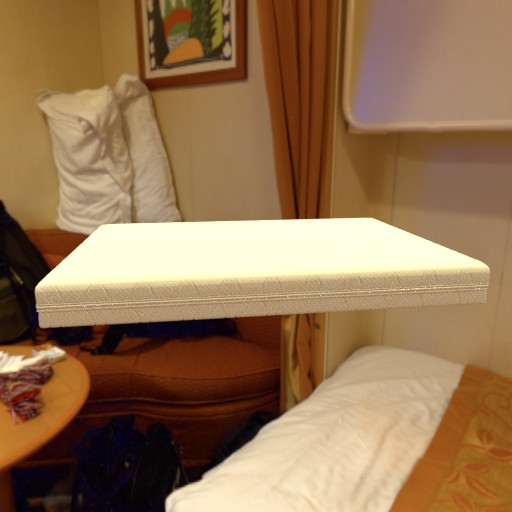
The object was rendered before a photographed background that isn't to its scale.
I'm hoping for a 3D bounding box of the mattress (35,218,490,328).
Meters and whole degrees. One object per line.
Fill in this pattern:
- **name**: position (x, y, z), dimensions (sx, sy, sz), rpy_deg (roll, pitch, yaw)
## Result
- **mattress**: position (0.000, 0.000, 2.591), dimensions (2.000, 0.200, 1.400), rpy_deg (-2, 14, -8)
